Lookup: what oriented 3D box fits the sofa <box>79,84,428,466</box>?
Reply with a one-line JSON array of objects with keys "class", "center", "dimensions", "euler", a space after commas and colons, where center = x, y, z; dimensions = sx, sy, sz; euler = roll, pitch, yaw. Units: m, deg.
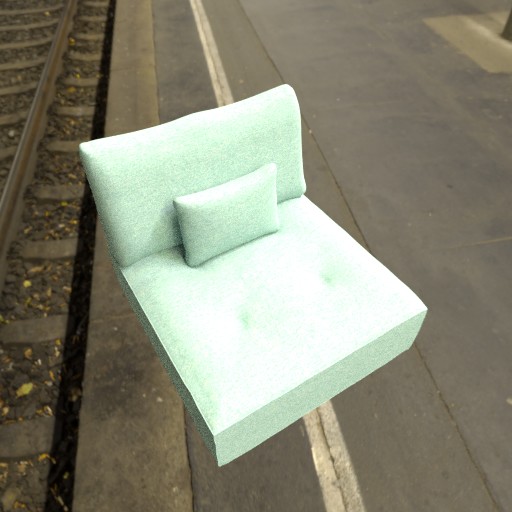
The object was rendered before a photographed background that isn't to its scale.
[{"class": "sofa", "center": [0.000, 0.000, 1.729], "dimensions": [0.930, 0.820, 1.000], "euler": [-24, 51, -22]}]
